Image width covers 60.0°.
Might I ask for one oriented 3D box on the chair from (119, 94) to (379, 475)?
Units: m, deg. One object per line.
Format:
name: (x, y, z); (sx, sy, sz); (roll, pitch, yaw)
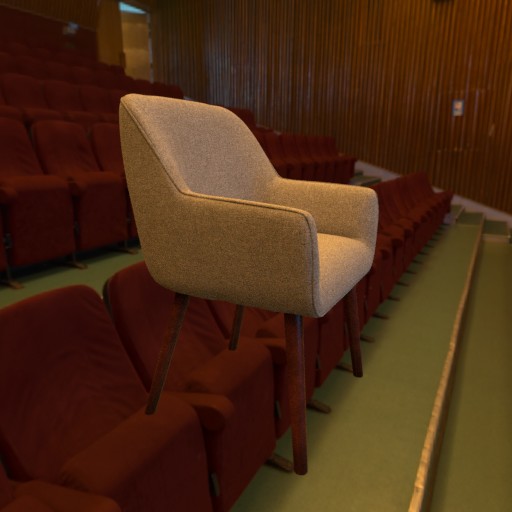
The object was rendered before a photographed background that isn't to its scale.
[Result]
chair: (0.000, 0.000, 1.170); (0.519, 0.803, 0.543); (7, 15, 27)
